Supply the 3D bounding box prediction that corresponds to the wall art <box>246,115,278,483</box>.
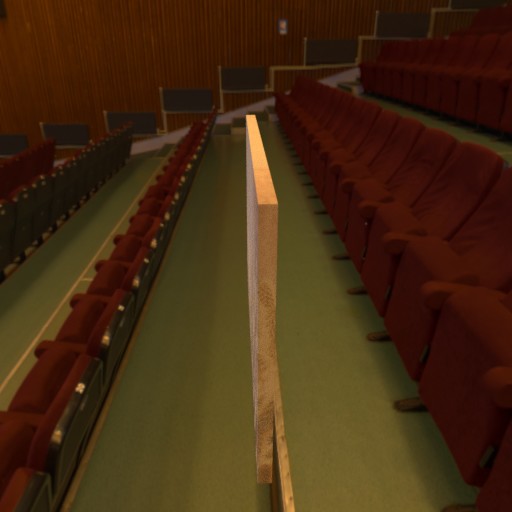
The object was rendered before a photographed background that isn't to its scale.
[{"bbox_3d":[0.000,0.000,1.495,0.041,0.758,1.142,-1,26,-2],"label":"wall art"}]
